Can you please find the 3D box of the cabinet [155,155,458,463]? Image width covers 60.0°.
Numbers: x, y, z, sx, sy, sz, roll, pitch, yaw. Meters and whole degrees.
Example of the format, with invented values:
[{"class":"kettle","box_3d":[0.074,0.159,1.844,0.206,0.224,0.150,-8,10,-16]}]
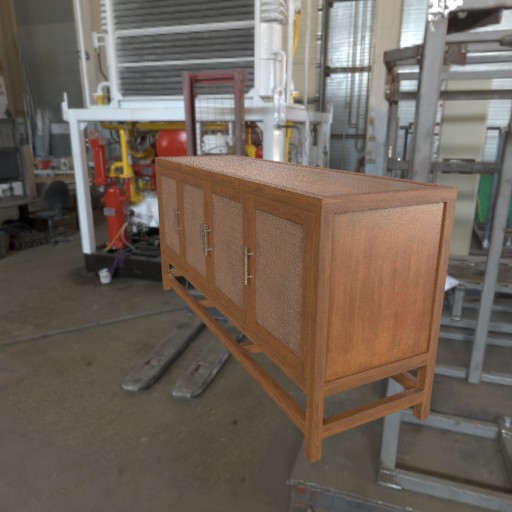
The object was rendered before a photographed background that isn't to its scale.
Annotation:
[{"class":"cabinet","box_3d":[0.000,0.000,2.085,0.522,0.820,1.708,-8,18,-25]}]
